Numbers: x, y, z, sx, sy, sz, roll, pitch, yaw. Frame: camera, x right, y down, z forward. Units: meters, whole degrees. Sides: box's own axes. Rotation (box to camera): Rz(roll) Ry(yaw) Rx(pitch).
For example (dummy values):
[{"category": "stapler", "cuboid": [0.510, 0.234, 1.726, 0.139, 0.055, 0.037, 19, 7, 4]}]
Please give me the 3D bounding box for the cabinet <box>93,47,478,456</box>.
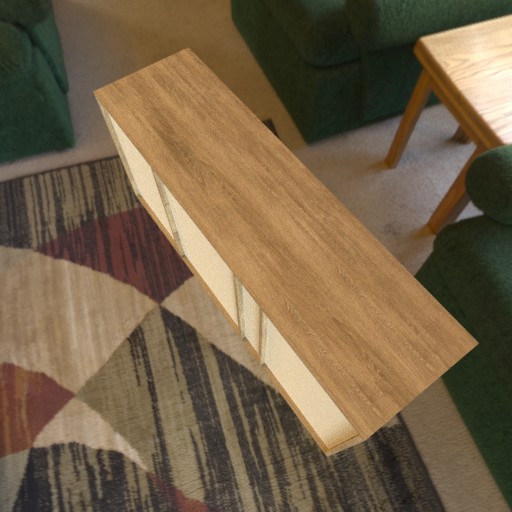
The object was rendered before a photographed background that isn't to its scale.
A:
[{"category": "cabinet", "cuboid": [0.000, 0.000, 1.921, 0.450, 0.870, 1.600, -33, 67, -16]}]
